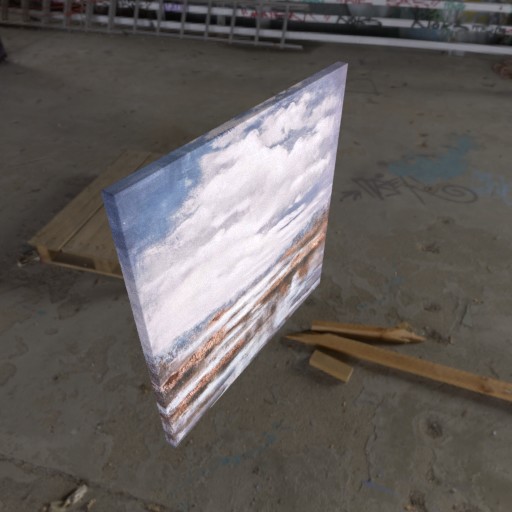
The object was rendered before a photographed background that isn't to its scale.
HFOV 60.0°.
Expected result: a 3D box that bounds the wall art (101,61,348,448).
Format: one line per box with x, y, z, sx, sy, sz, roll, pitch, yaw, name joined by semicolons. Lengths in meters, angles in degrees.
0.000;0.000;1.330;0.035;0.897;0.888;25;46;26;wall art
